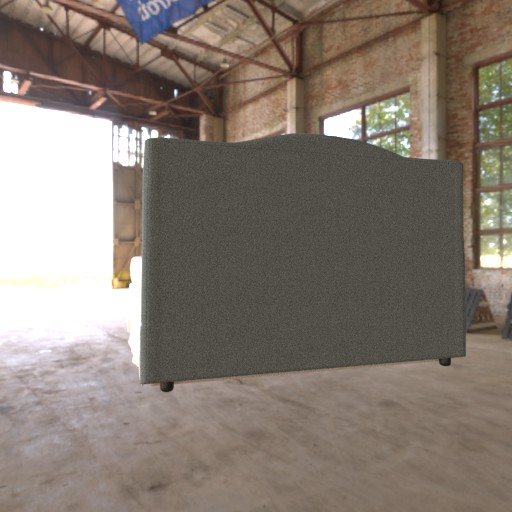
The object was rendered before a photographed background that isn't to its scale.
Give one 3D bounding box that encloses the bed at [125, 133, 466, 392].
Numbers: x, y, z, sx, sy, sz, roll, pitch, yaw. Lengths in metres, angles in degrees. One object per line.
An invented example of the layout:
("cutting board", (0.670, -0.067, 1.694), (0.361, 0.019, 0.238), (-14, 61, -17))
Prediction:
("bed", (0.000, 0.000, 3.896), (2.161, 1.457, 2.689), (0, 0, -18))
